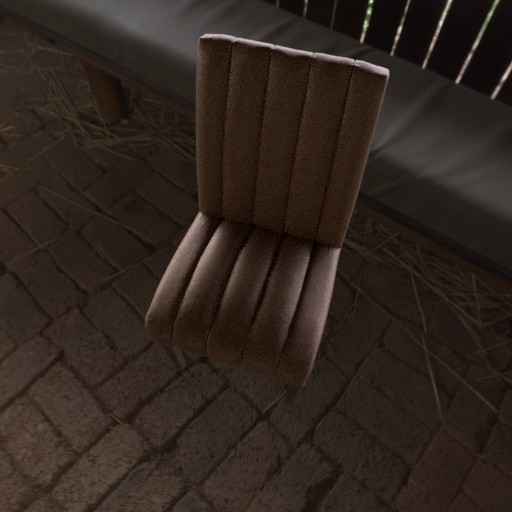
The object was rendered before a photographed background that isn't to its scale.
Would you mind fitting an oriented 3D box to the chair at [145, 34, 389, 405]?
[{"bbox_3d":[0.000,0.000,1.366,0.511,1.016,0.647,15,61,9],"label":"chair"}]
